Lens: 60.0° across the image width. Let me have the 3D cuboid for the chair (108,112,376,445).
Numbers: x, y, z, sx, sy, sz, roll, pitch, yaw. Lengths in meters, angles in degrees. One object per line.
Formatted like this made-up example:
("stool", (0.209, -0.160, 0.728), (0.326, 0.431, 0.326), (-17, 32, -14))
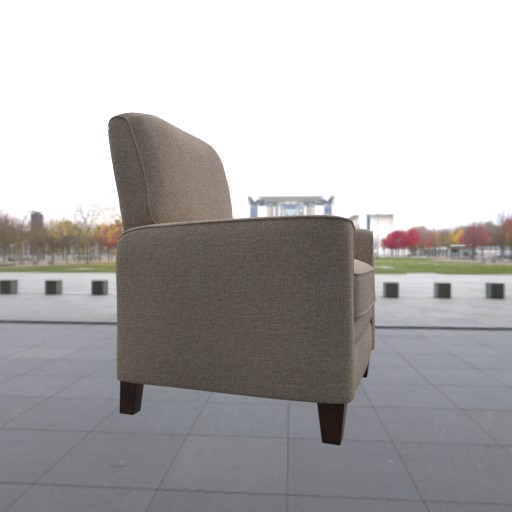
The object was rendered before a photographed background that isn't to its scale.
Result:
("chair", (0.000, 0.000, 1.680), (0.858, 1.028, 0.841), (0, 1, 20))
